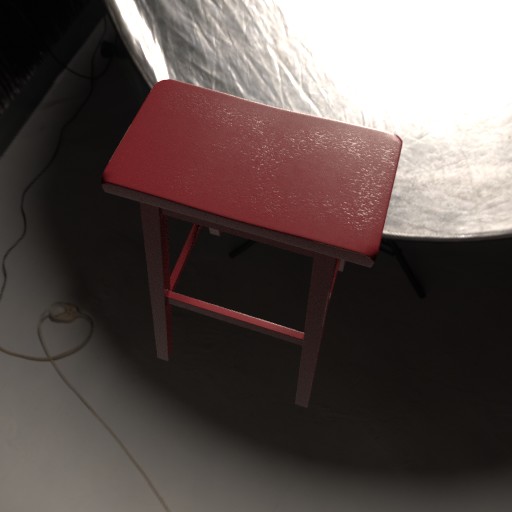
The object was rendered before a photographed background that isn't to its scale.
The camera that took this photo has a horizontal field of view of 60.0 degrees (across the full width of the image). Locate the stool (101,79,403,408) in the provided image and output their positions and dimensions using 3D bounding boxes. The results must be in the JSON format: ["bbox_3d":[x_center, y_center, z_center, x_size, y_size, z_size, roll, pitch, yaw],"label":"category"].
[{"bbox_3d":[0.000,0.000,1.050,0.457,0.737,0.476,16,65,8],"label":"stool"}]
